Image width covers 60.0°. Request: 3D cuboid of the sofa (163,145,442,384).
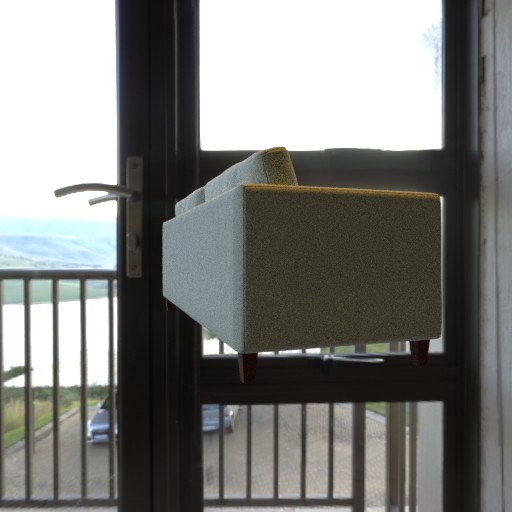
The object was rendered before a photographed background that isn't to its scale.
[{"bbox_3d":[0.000,0.000,2.915,0.948,0.965,2.434,0,1,-19],"label":"sofa"}]
